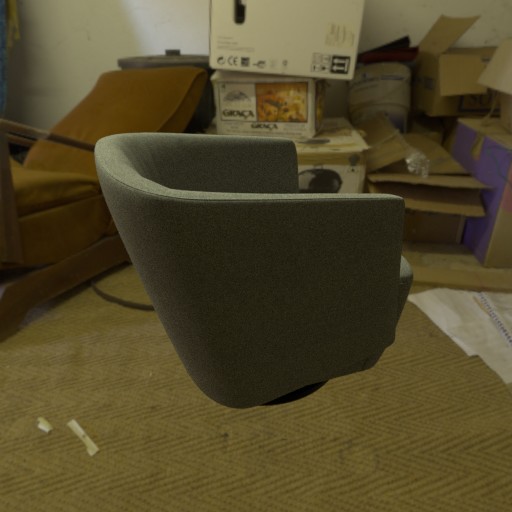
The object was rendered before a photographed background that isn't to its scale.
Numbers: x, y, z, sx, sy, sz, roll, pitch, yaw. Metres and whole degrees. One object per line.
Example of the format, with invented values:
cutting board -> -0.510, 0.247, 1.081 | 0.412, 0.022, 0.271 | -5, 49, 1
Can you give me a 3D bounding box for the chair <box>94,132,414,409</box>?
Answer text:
chair -> 0.000, 0.000, 1.609 | 0.986, 0.861, 0.822 | -10, 29, -18
